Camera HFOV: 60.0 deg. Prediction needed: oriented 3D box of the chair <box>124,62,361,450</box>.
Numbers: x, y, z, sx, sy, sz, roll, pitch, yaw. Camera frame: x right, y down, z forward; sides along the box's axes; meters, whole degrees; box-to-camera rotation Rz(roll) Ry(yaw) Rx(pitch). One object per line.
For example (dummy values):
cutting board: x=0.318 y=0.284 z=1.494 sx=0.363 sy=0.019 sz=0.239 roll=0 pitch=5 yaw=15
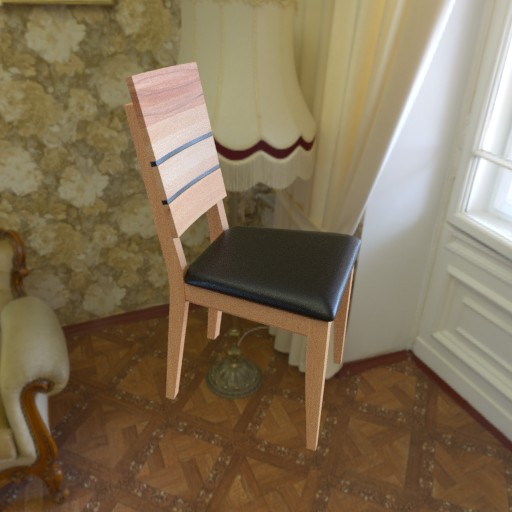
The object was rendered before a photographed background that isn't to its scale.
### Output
chair: x=0.000 y=0.000 z=1.220 sx=0.520 sy=0.940 sz=0.410 roll=10 pitch=31 yaw=18
